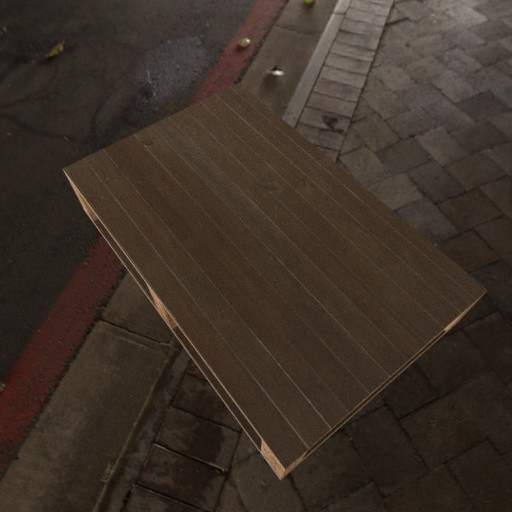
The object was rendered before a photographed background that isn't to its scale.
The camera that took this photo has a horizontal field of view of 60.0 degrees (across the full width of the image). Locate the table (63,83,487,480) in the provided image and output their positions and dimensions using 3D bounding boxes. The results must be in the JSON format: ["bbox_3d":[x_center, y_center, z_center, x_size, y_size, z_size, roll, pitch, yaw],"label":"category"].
[{"bbox_3d":[0.000,0.000,1.699,0.827,0.413,1.299,-33,63,-19],"label":"table"}]
